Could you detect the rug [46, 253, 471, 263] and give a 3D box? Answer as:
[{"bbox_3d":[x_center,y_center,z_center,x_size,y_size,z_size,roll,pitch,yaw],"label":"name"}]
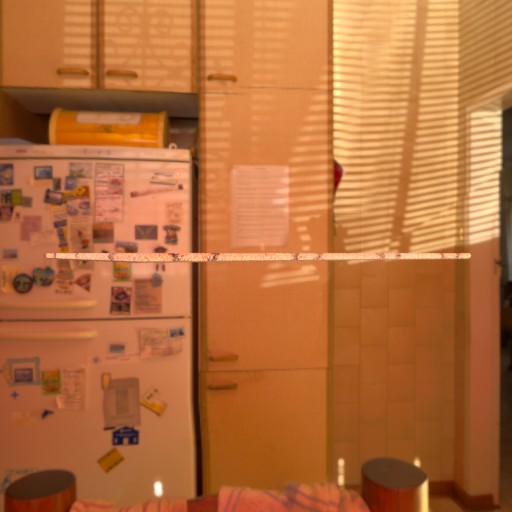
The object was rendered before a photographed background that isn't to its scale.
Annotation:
[{"bbox_3d":[0.000,0.000,2.072,1.600,0.025,1.200,0,0,-35],"label":"rug"}]
